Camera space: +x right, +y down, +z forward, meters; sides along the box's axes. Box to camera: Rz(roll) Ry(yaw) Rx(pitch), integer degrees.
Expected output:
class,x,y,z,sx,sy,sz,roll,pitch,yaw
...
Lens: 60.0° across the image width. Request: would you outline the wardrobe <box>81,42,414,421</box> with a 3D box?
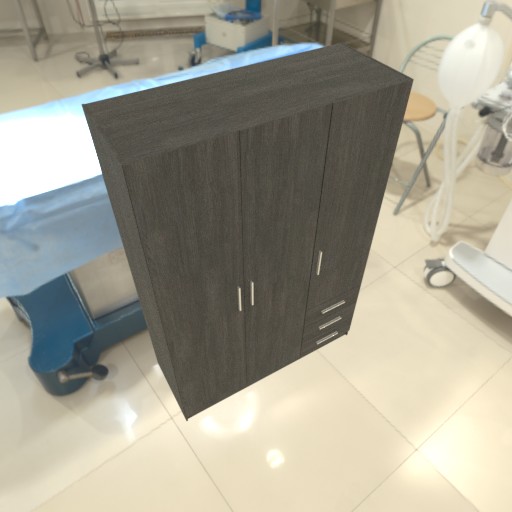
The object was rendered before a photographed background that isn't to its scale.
class,x,y,z,sx,sy,sz,roll,pitch,yaw
wardrobe,0.000,0.000,2.494,1.290,1.910,0.510,-23,50,-21
